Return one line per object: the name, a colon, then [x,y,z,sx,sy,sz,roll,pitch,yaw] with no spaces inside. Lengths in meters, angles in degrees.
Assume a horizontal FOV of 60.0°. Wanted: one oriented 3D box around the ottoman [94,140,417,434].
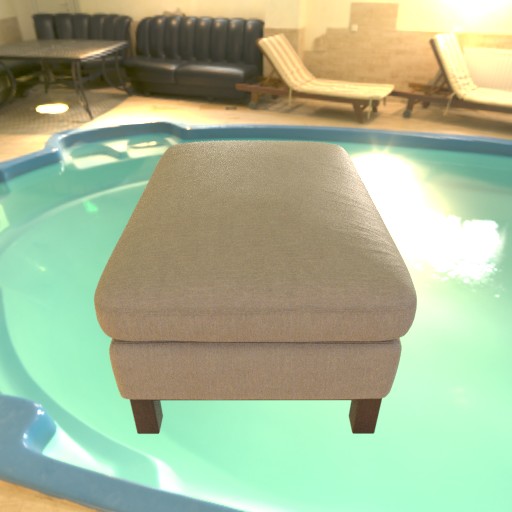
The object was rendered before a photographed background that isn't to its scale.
ottoman: [0.000,0.000,1.044,0.528,0.404,0.735,0,33,0]
